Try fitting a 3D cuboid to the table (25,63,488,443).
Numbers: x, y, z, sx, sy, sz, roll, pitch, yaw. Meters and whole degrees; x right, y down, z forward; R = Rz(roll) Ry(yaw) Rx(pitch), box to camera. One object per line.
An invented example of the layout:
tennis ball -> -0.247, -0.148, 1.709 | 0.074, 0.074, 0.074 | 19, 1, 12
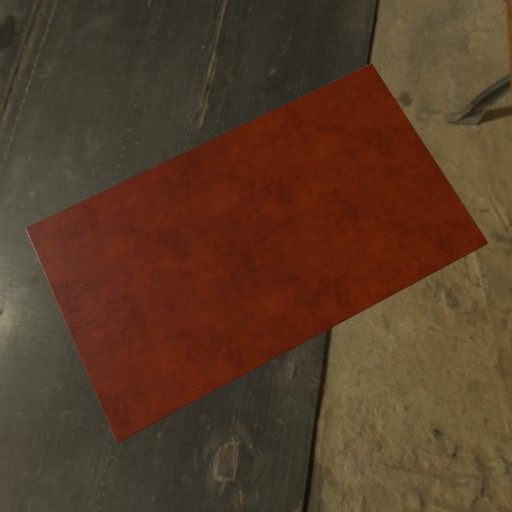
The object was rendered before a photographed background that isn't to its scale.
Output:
table -> 0.000, 0.000, 1.254 | 0.943, 0.456, 0.533 | -27, 79, -6
